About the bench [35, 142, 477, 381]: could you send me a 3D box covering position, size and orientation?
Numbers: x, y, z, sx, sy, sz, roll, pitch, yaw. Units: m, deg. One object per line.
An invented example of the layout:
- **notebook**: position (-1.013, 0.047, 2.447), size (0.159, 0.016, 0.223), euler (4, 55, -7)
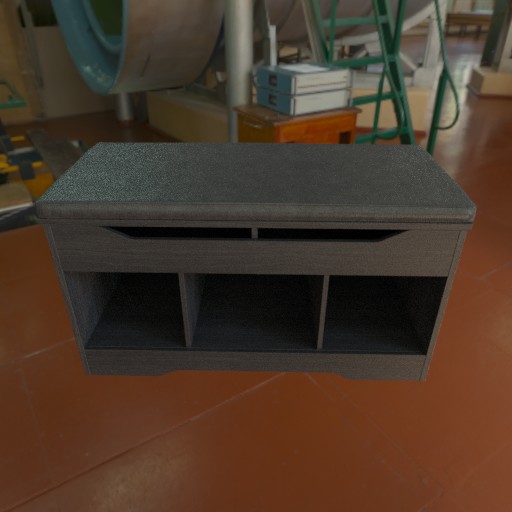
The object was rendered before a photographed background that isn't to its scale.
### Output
- **bench**: position (0.000, 0.000, 1.194), size (0.905, 0.501, 0.401), euler (1, 32, 1)
